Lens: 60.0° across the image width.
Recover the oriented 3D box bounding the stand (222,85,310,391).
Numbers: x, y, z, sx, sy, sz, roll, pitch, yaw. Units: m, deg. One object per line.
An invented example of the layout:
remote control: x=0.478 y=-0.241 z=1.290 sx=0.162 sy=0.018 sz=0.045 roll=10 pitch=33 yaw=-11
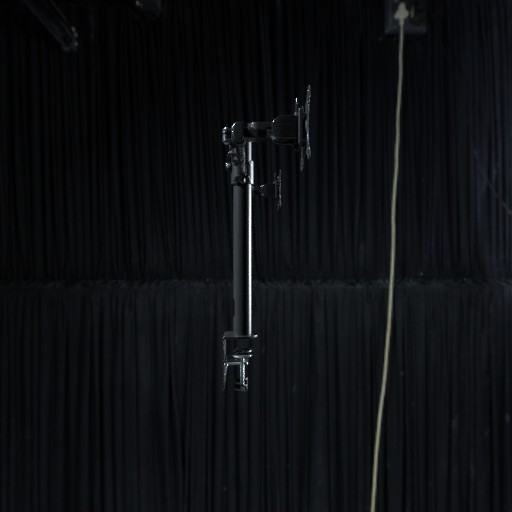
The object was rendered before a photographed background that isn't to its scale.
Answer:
stand: x=0.000 y=0.000 z=1.021 sx=0.150 sy=0.603 sz=0.743 roll=0 pitch=0 yaw=-1
